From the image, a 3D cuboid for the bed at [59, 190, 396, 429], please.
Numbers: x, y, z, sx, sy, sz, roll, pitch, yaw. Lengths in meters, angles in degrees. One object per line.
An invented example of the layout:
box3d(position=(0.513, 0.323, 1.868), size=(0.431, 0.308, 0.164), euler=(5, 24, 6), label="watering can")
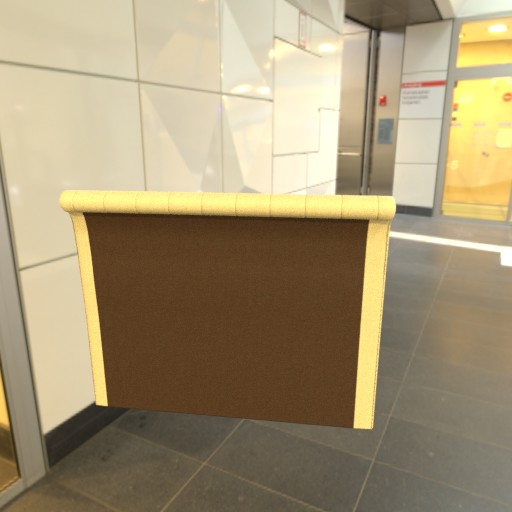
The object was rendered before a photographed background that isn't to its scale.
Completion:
box3d(position=(0.000, 0.000, 3.406), size=(1.606, 1.268, 2.493), euler=(2, 16, 8), label="bed")
